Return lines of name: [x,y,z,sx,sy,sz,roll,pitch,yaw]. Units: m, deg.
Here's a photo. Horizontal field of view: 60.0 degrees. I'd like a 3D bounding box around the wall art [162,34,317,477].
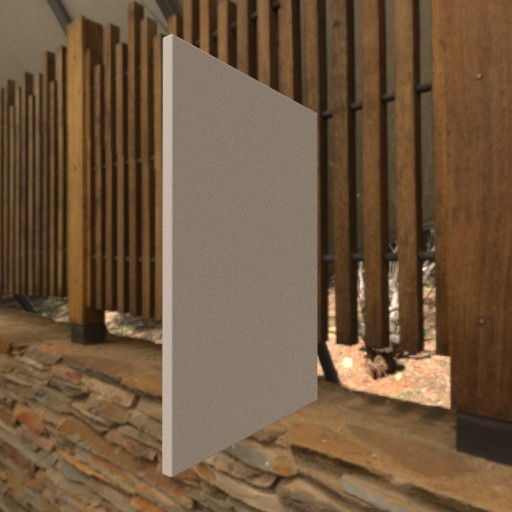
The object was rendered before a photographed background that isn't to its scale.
wall art: [0.000,0.000,1.042,0.026,0.813,0.556,0,0,36]
